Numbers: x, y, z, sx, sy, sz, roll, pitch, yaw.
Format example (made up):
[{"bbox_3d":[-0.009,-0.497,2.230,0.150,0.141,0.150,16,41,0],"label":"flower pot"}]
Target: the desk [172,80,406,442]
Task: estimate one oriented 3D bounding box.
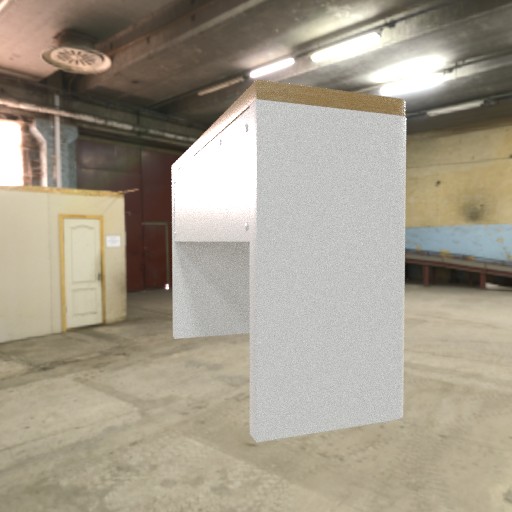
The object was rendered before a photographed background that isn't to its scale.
[{"bbox_3d":[0.000,0.000,1.502,0.390,0.760,1.100,-1,2,-20],"label":"desk"}]
